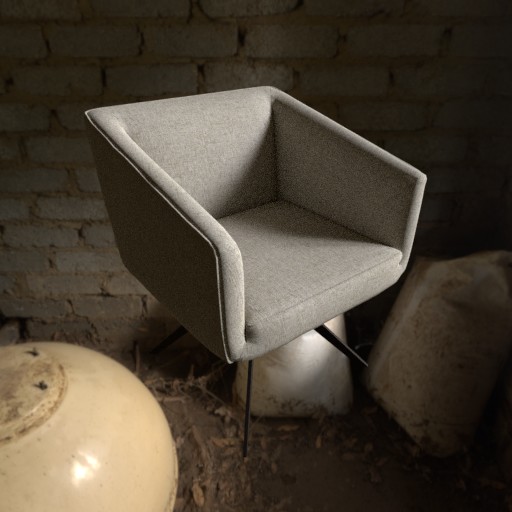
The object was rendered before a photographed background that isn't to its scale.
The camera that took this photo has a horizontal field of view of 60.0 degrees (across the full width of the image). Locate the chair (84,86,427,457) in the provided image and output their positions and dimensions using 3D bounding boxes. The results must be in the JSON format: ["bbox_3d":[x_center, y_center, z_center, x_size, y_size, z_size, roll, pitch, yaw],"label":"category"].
[{"bbox_3d":[0.000,0.000,1.228,0.628,0.760,0.623,-21,36,-32],"label":"chair"}]
